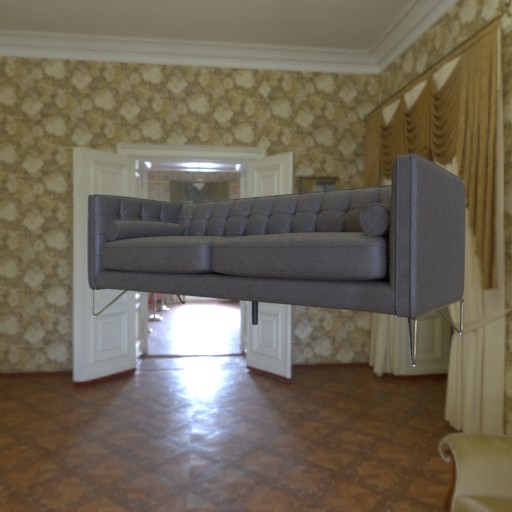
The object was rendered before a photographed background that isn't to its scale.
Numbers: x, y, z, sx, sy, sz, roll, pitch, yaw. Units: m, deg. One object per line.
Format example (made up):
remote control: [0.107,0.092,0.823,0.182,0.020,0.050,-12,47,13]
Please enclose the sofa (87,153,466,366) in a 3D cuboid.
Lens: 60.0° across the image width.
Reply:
sofa: [0.000,0.000,2.540,2.087,0.789,0.867,1,1,37]
